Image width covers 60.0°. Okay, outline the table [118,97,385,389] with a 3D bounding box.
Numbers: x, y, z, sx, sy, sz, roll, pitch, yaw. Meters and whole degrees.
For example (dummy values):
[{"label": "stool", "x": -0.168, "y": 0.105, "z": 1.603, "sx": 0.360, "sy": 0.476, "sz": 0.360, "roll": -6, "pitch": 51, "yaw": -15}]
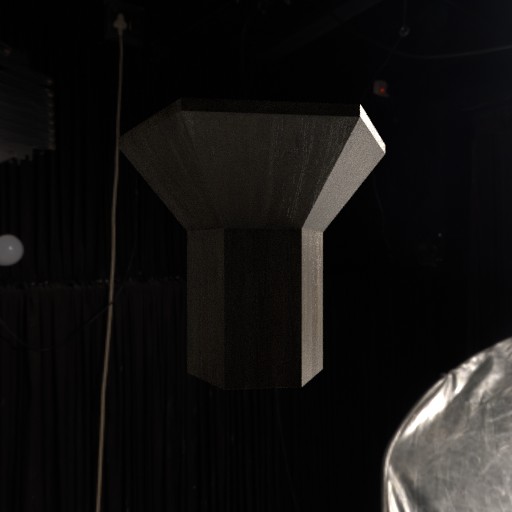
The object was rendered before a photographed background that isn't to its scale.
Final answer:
[{"label": "table", "x": 0.000, "y": 0.000, "z": 1.132, "sx": 0.592, "sy": 0.586, "sz": 0.683, "roll": 0, "pitch": 0, "yaw": -36}]
